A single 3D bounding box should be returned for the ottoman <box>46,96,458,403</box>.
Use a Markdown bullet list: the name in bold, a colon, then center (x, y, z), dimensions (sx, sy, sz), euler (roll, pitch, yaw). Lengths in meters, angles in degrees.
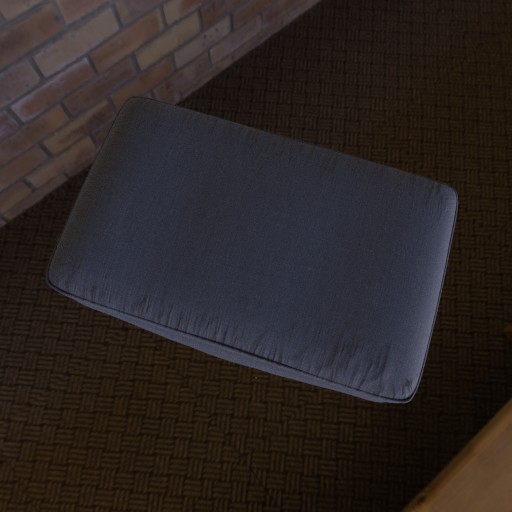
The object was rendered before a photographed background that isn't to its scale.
- **ottoman**: center (0.000, 0.000, 1.207), dimensions (0.885, 0.438, 0.570), euler (17, 75, 5)
